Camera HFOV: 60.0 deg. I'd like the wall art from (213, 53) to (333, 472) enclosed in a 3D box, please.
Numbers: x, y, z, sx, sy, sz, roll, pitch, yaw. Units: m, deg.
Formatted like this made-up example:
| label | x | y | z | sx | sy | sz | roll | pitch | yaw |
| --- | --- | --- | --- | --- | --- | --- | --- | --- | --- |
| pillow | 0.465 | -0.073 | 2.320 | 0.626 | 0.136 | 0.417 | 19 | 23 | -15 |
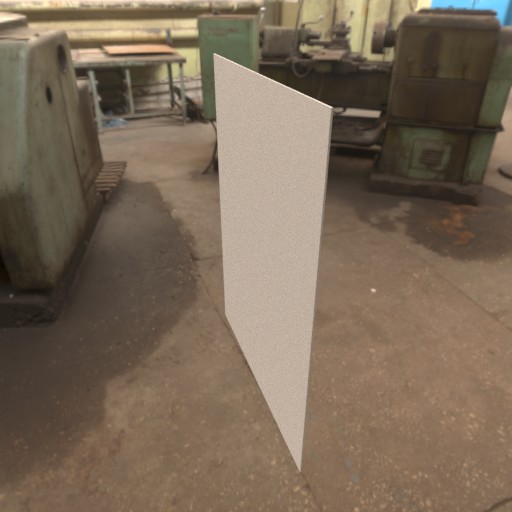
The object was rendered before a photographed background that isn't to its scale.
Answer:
| label | x | y | z | sx | sy | sz | roll | pitch | yaw |
| --- | --- | --- | --- | --- | --- | --- | --- | --- | --- |
| wall art | 0.000 | 0.000 | 0.789 | 0.003 | 0.610 | 0.457 | -10 | 33 | -17 |
